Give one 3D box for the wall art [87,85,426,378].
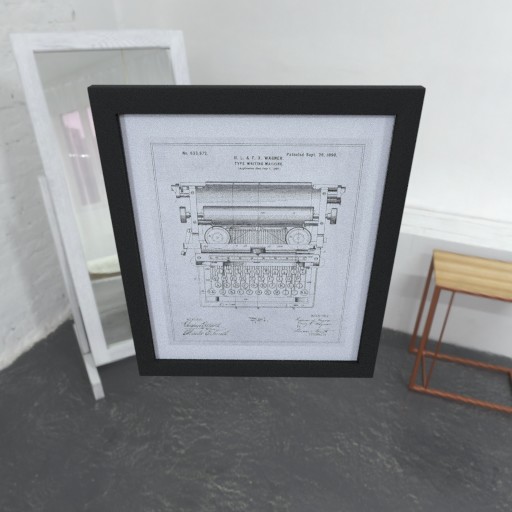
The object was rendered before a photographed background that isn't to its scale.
[{"bbox_3d":[0.000,0.000,0.701,0.432,0.508,0.021,0,30,1],"label":"wall art"}]
